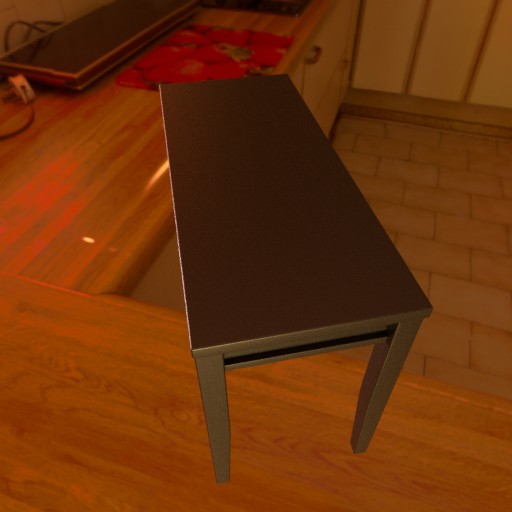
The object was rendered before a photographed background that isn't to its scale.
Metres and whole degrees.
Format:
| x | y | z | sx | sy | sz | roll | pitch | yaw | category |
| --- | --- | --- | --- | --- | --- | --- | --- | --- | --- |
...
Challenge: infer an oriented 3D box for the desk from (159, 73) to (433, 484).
| x | y | z | sx | sy | sz | roll | pitch | yaw | category |
| --- | --- | --- | --- | --- | --- | --- | --- | --- | --- |
| 0.000 | 0.000 | 1.585 | 0.508 | 0.775 | 1.220 | -8 | 45 | -8 | desk |
